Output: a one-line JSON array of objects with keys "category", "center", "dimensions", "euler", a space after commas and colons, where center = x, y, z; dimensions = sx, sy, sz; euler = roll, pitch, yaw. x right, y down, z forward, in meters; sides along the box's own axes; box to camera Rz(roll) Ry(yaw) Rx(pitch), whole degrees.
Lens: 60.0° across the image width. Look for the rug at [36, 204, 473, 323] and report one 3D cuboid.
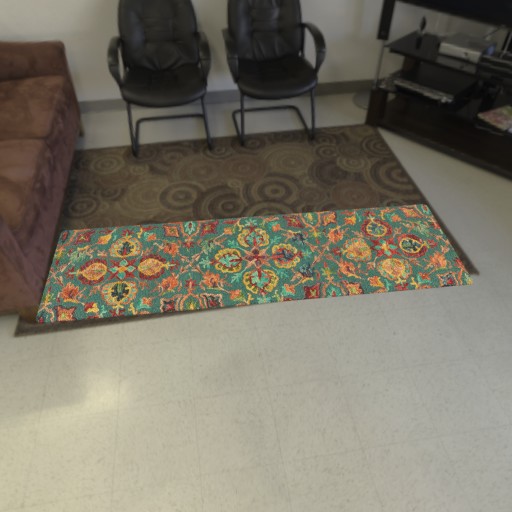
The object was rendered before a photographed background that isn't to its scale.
[{"category": "rug", "center": [0.000, 0.000, 2.529], "dimensions": [2.286, 0.013, 0.686], "euler": [-5, 45, -5]}]
